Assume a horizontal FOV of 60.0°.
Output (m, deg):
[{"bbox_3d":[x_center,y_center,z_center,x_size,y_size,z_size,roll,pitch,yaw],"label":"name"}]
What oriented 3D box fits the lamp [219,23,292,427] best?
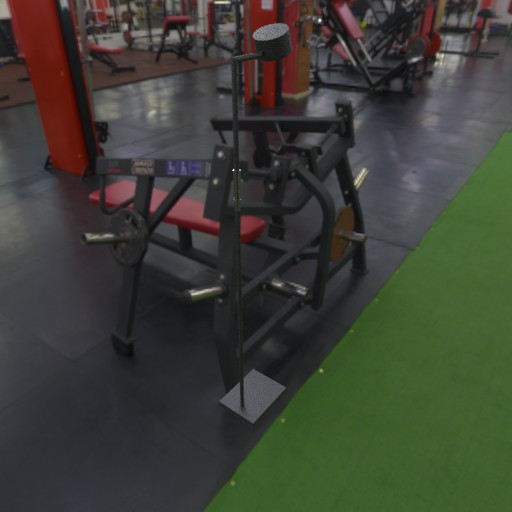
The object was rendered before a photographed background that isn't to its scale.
[{"bbox_3d":[0.000,0.000,1.732,0.203,1.600,0.304,22,37,31],"label":"lamp"}]
